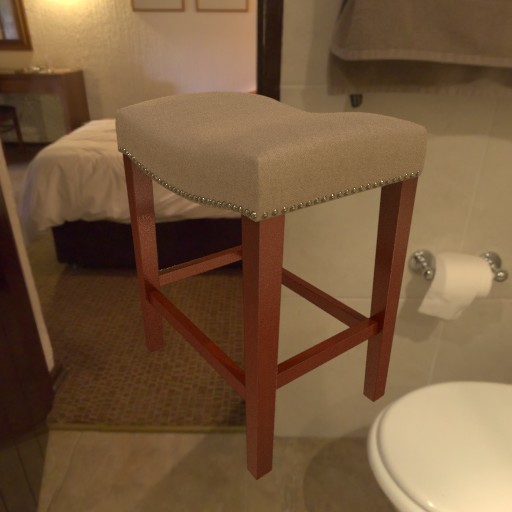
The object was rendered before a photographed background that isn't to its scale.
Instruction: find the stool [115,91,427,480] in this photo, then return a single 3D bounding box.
[{"bbox_3d":[0.000,0.000,0.961,0.375,0.632,0.509,-18,32,-32],"label":"stool"}]
